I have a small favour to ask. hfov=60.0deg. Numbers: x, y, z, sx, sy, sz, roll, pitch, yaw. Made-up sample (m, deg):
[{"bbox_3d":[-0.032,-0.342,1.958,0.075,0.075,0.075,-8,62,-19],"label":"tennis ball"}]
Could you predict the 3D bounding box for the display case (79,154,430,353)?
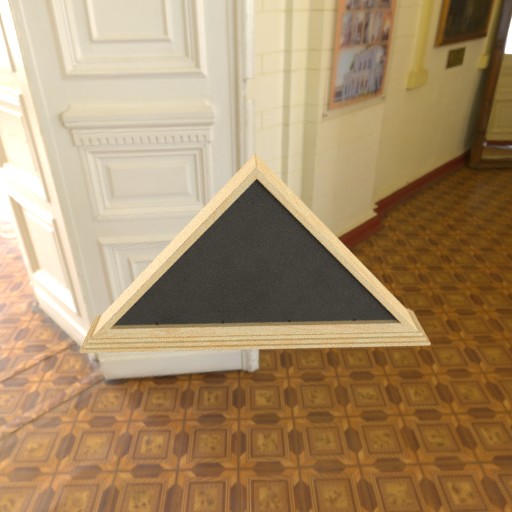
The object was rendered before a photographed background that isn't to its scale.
[{"bbox_3d":[0.000,0.000,0.765,0.640,0.340,0.095,-1,31,-2],"label":"display case"}]
